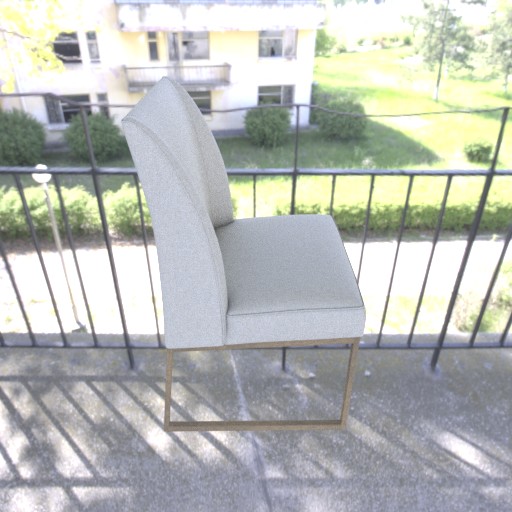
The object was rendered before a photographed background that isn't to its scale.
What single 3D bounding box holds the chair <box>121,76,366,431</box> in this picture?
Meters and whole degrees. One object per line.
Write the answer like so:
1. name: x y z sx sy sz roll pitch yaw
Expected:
1. chair: 0.000 0.000 1.224 0.522 0.863 0.508 0 31 -1
